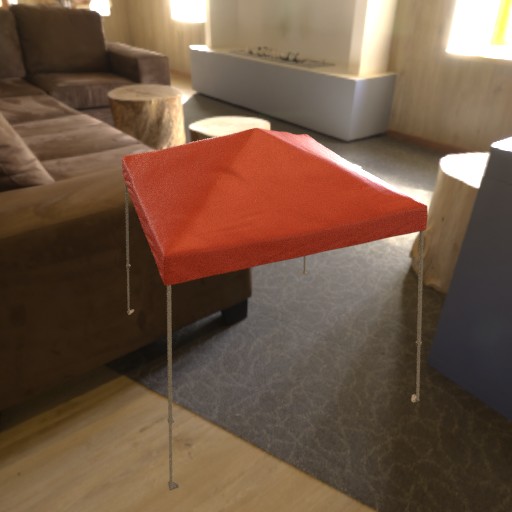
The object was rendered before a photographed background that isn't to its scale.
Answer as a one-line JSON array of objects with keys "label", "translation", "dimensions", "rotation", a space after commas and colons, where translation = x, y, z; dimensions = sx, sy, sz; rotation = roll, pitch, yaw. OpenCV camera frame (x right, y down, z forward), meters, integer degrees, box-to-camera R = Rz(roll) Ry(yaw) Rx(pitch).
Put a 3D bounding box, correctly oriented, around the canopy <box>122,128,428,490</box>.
[{"label": "canopy", "translation": [0.000, 0.000, 4.948], "dimensions": [2.849, 2.850, 2.850], "rotation": [-12, 33, -18]}]
